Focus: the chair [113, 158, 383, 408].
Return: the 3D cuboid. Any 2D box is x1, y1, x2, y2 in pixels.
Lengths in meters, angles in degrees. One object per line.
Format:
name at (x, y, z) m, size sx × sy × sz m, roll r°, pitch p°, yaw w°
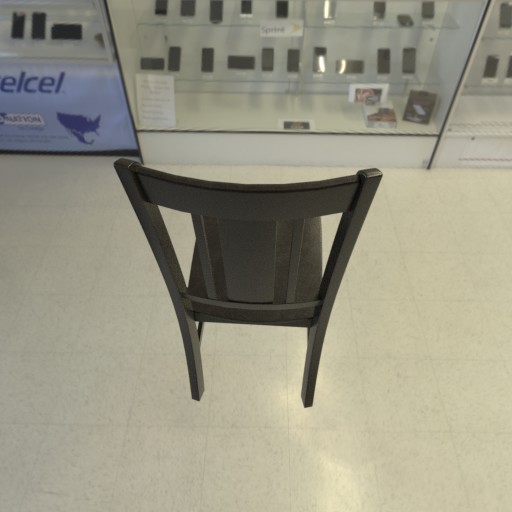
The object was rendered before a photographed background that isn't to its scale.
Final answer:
chair at (0.000, 0.000, 1.274) m, size 0.450 × 0.998 × 0.555 m, roll 3°, pitch 48°, yaw 2°
